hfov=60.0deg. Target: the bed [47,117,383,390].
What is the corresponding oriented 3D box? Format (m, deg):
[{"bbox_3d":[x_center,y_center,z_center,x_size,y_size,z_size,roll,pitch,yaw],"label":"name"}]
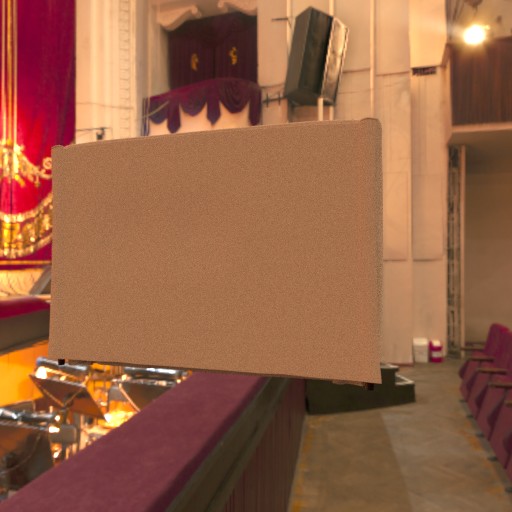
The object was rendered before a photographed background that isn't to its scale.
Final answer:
[{"bbox_3d":[0.000,0.000,3.447,1.925,1.332,2.276,0,-1,17],"label":"bed"}]
